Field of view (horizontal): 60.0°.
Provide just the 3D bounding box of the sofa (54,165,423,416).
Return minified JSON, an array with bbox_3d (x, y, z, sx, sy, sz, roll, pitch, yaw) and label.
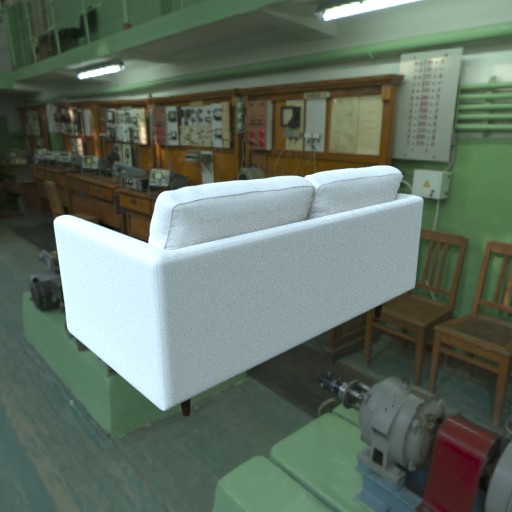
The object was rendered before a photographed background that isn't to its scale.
[{"bbox_3d":[0.000,0.000,2.302,1.713,0.893,0.940,-15,22,-41],"label":"sofa"}]
